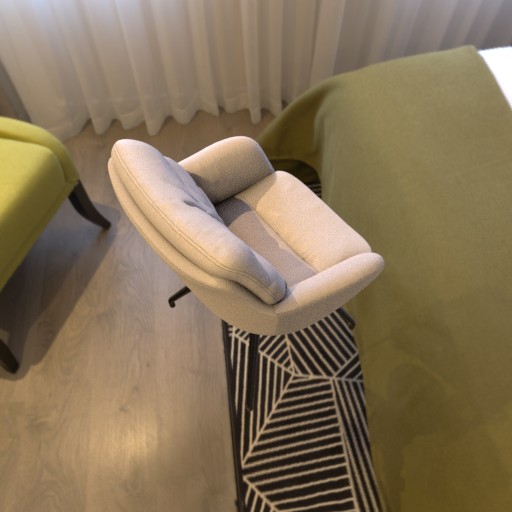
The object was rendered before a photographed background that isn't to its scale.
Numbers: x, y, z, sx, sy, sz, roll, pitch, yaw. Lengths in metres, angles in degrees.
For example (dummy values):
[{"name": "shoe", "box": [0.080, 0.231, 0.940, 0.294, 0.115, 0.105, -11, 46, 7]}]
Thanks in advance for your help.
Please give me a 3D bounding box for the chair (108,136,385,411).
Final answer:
[{"name": "chair", "box": [0.000, 0.000, 1.264, 0.569, 0.888, 0.579, -34, 64, -19]}]
